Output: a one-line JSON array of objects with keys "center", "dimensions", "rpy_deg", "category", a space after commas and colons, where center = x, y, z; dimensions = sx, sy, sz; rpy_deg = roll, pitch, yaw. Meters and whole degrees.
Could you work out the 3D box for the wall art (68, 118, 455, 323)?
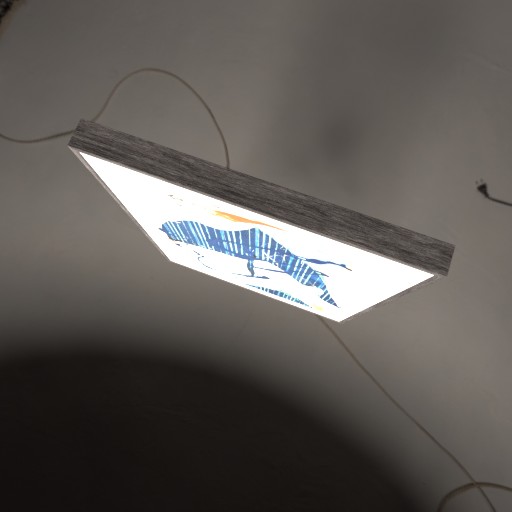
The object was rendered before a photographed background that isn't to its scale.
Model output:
[{"center": [0.000, 0.000, 1.336], "dimensions": [0.762, 1.016, 0.063], "rpy_deg": [20, 77, 5], "category": "wall art"}]
